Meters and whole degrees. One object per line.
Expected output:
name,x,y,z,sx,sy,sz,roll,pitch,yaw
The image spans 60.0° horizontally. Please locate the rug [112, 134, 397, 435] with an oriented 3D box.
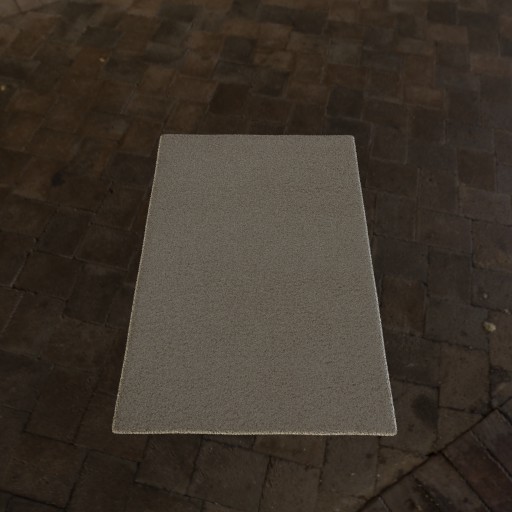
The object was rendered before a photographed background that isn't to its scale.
rug,0.000,0.000,2.350,1.219,0.030,1.778,0,59,0
